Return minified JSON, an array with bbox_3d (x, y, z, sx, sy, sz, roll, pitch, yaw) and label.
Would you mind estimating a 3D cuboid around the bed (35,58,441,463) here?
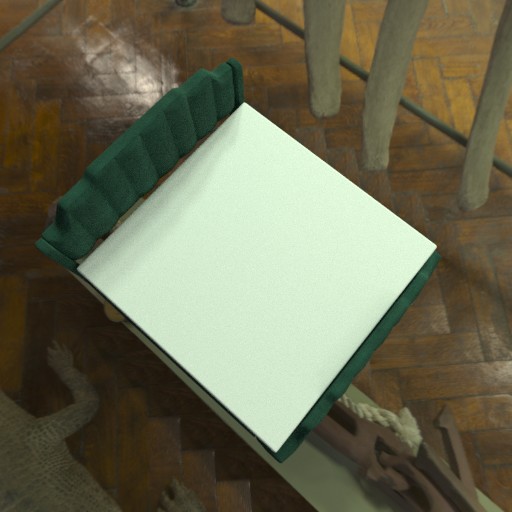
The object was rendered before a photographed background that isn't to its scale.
[{"bbox_3d":[0.000,0.000,3.472,2.340,1.245,2.074,40,77,11],"label":"bed"}]
